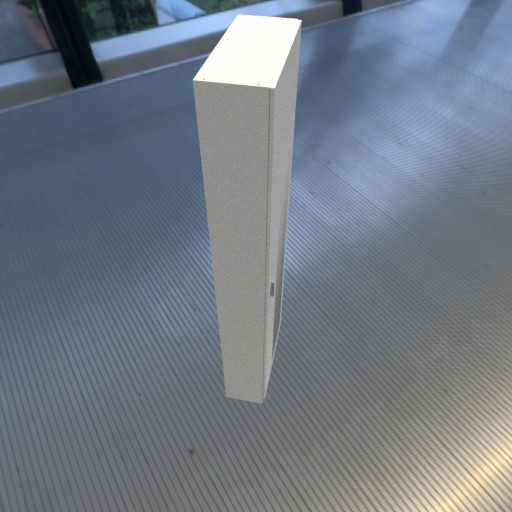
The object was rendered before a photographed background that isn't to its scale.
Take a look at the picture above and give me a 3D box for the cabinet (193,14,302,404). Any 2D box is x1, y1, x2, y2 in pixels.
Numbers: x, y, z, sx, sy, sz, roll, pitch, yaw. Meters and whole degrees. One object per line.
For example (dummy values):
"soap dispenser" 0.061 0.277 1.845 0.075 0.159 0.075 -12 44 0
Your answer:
"cabinet" 0.000 0.000 1.953 0.230 1.790 0.500 9 47 8
